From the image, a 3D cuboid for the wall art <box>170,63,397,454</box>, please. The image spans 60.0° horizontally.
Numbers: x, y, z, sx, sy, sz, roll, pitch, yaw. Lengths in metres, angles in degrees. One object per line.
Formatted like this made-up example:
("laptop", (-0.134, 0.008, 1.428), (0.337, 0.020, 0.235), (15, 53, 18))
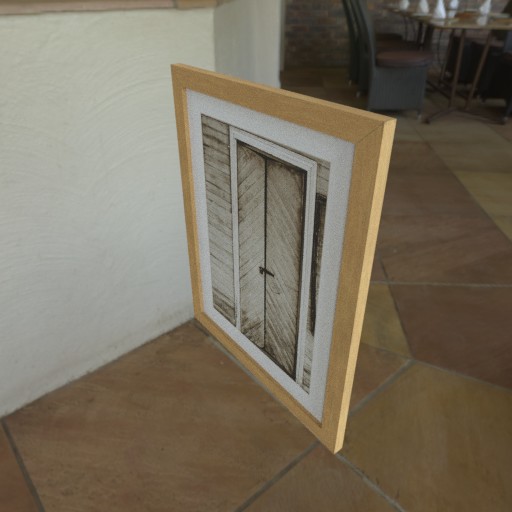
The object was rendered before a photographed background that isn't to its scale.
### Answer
("wall art", (0.000, 0.000, 0.765), (0.020, 0.561, 0.460), (-22, 38, -31))
